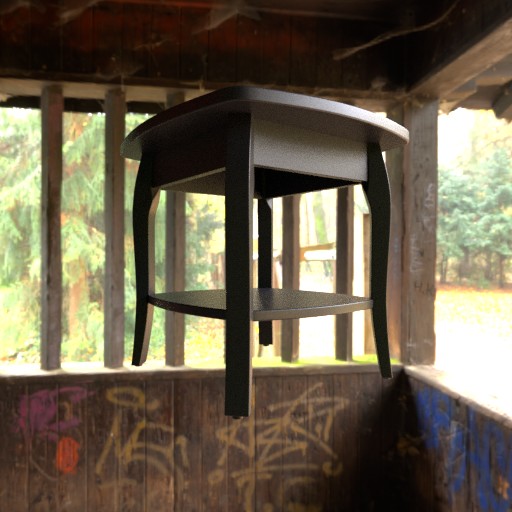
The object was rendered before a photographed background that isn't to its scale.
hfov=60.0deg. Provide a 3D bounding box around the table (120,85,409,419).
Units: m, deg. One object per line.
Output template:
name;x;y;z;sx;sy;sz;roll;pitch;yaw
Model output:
table;0.000;0.000;0.876;0.457;0.457;0.508;0;0;-37
